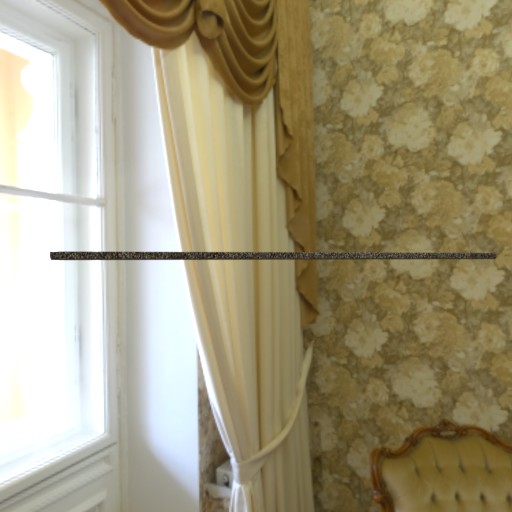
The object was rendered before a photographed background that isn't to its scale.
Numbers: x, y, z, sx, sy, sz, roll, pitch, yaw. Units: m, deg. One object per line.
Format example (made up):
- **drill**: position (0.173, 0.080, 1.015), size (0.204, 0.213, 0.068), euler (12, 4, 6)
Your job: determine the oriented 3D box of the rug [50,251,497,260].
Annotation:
- **rug**: position (0.000, 0.000, 2.059), size (1.601, 0.025, 1.198), euler (0, 0, -18)
